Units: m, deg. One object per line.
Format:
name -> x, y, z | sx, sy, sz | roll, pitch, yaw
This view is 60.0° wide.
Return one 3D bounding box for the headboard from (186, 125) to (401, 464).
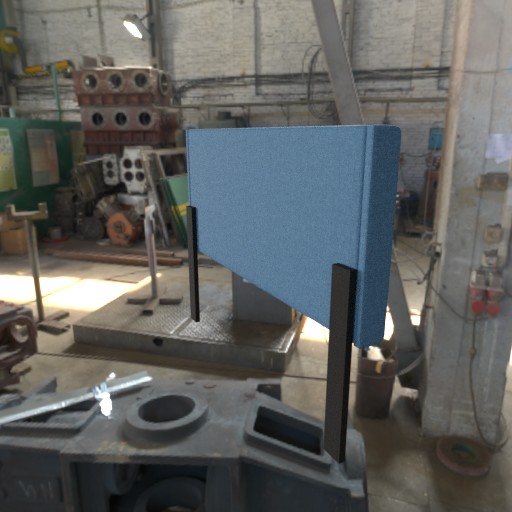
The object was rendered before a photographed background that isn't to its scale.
headboard -> 0.000, 0.000, 2.745 | 0.184, 1.524, 2.051 | -8, 17, -27
